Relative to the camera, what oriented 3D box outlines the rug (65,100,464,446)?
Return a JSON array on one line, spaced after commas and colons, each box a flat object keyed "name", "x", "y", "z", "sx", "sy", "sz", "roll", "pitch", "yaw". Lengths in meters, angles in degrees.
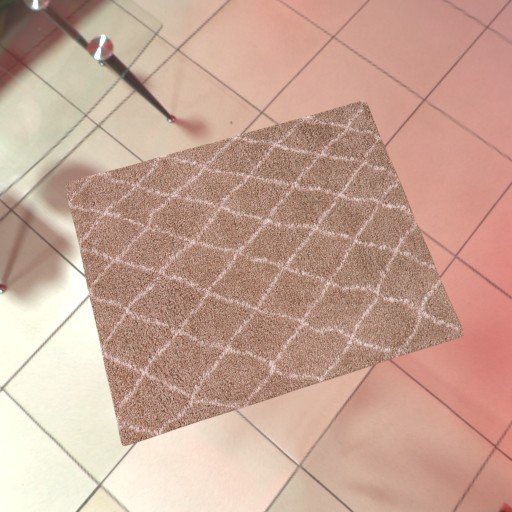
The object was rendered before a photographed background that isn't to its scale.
[{"name": "rug", "x": 0.000, "y": 0.000, "z": 4.028, "sx": 3.047, "sy": 0.029, "sz": 2.438, "roll": -17, "pitch": 76, "yaw": -4}]
